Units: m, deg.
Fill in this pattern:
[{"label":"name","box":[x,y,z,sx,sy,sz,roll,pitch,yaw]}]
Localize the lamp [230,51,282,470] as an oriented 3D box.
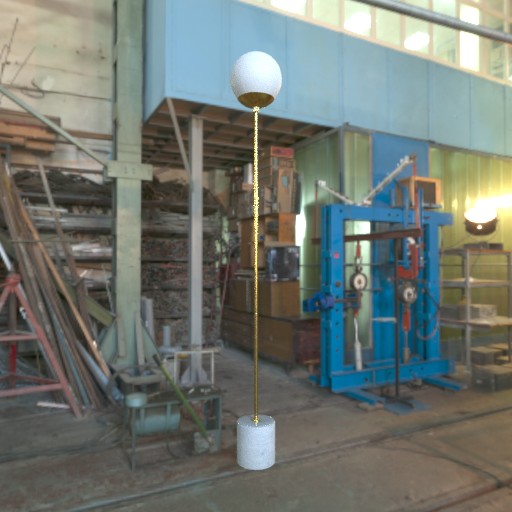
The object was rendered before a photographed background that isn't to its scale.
[{"label":"lamp","box":[0.000,0.000,1.908,0.224,1.753,0.224,0,-1,17]}]
